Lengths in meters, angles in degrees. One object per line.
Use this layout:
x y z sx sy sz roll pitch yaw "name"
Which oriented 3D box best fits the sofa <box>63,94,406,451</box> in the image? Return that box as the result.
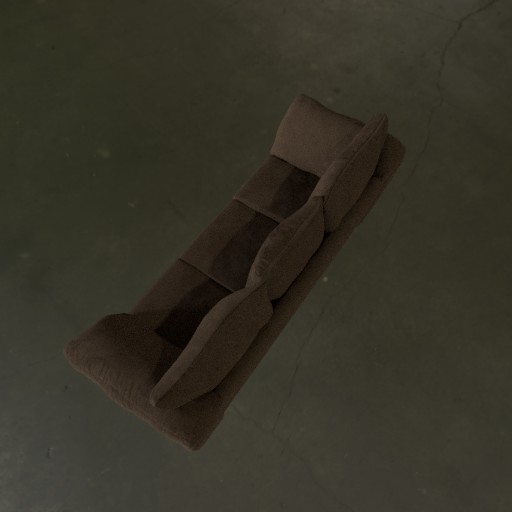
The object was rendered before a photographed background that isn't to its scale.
0.000 0.000 2.828 0.878 1.015 2.336 32 66 16 "sofa"
